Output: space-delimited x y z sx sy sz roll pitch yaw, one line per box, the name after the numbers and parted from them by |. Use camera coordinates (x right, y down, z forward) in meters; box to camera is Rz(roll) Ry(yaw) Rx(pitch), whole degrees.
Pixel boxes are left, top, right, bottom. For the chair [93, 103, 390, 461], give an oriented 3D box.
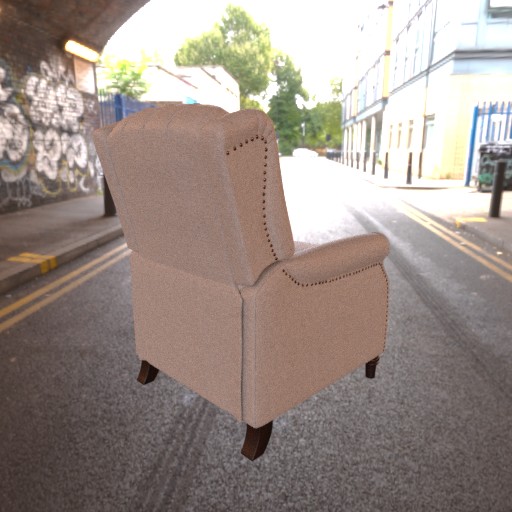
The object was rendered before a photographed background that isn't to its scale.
0.000 0.000 1.655 0.902 1.035 0.742 -13 19 -43 | chair
